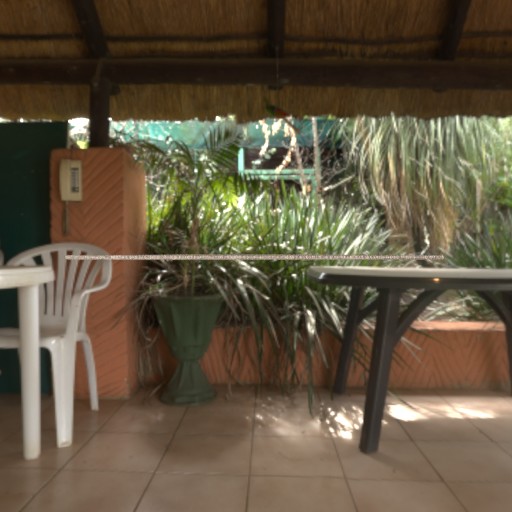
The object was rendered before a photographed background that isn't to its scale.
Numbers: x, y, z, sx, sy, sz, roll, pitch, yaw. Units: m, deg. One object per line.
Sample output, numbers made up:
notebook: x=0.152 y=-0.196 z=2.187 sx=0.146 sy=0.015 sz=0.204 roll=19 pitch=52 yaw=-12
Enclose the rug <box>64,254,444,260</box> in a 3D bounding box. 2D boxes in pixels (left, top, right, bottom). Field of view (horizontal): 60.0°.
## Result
rug: x=0.000 y=0.000 z=2.327 sx=1.224 sy=0.016 sz=1.832 roll=0 pitch=0 yaw=1
